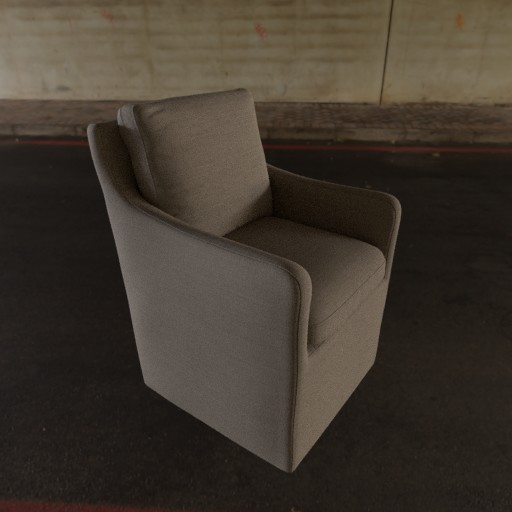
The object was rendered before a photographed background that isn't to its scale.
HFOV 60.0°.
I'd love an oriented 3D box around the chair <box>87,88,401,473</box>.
[{"bbox_3d":[0.000,0.000,1.367,0.694,0.914,0.626,19,32,32],"label":"chair"}]
